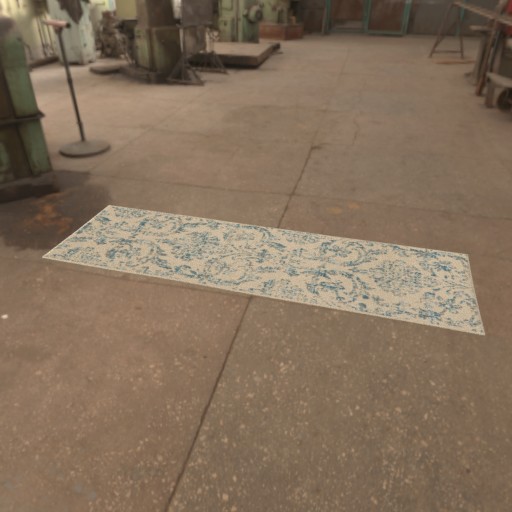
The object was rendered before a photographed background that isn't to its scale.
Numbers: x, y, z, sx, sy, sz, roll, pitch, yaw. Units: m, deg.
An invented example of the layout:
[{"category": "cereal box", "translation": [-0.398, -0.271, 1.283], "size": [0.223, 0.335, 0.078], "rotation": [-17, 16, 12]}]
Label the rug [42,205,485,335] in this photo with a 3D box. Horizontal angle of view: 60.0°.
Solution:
[{"category": "rug", "translation": [0.000, 0.000, 2.385], "size": [2.196, 0.011, 0.662], "rotation": [9, 33, 13]}]
